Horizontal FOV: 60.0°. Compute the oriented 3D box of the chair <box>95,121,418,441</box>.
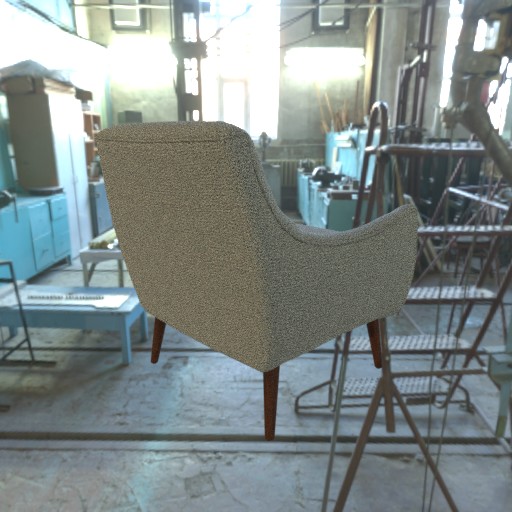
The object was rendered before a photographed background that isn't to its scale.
[{"bbox_3d":[0.000,0.000,1.466,0.787,0.838,0.762,-14,21,-42],"label":"chair"}]
